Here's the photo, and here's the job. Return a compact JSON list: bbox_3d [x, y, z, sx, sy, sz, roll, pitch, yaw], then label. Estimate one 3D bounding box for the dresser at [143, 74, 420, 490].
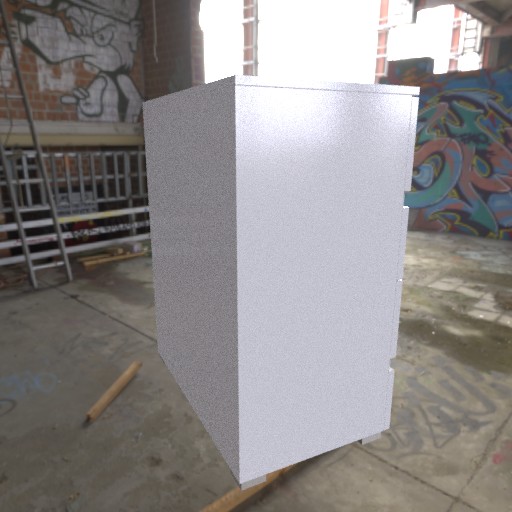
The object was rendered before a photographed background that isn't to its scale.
[{"bbox_3d":[0.000,0.000,1.173,0.400,0.800,0.650,-7,17,-26],"label":"dresser"}]
